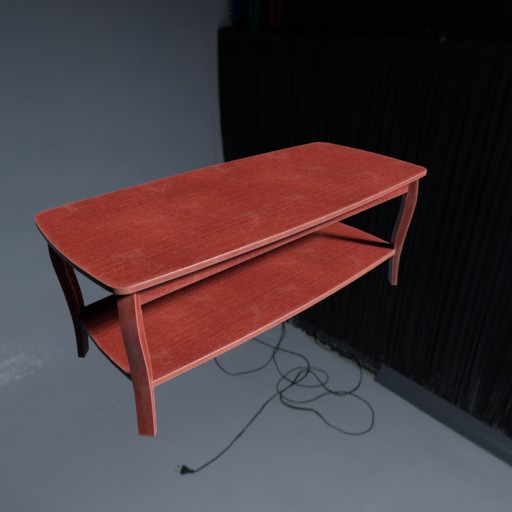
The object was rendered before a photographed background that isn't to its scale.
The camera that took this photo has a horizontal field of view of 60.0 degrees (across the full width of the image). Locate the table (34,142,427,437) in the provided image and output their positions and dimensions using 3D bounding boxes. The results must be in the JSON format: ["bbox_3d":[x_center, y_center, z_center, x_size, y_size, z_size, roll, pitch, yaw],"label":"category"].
[{"bbox_3d":[0.000,0.000,1.484,1.216,0.473,0.561,-23,36,-35],"label":"table"}]
